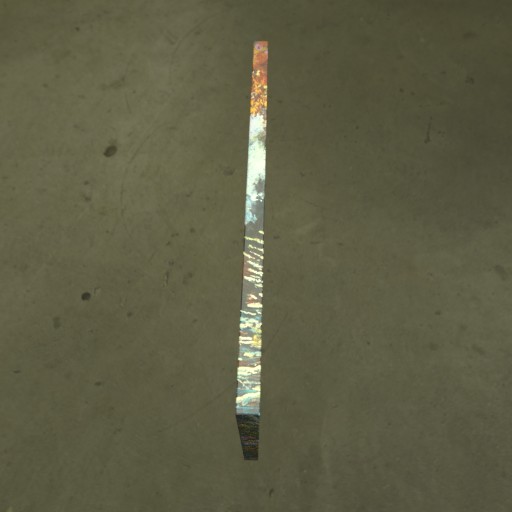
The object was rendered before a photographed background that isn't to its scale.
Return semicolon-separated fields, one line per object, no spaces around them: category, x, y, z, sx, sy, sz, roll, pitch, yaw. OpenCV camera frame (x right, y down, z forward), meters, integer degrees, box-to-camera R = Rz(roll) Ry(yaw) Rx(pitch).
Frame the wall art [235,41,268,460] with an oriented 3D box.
wall art;0.000;0.000;1.152;0.037;0.604;0.908;1;59;1
